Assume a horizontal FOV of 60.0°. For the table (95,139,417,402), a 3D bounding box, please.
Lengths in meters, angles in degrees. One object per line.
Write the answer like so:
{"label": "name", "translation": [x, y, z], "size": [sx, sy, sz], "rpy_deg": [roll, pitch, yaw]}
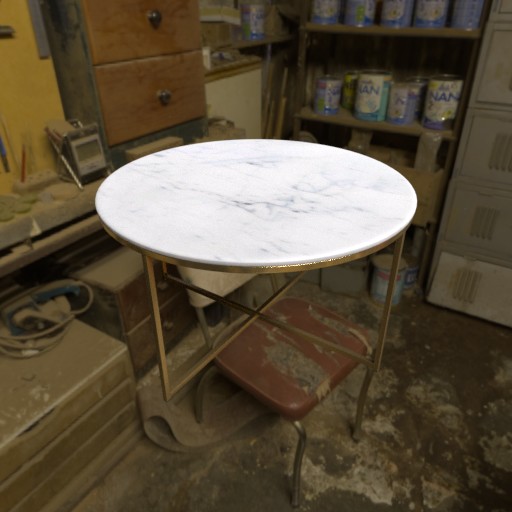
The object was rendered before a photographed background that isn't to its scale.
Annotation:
{"label": "table", "translation": [0.000, 0.000, 1.265], "size": [0.800, 0.450, 0.800], "rpy_deg": [0, 30, 0]}
